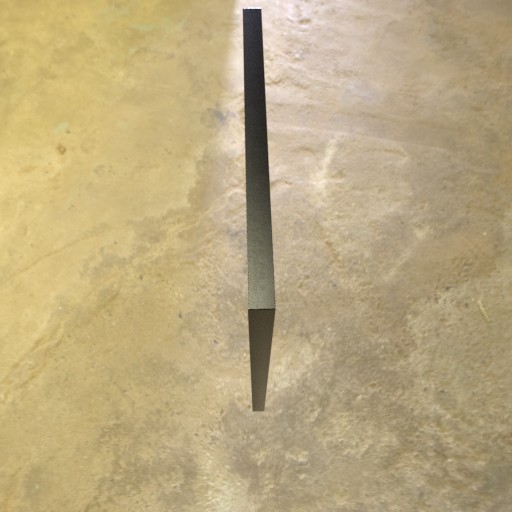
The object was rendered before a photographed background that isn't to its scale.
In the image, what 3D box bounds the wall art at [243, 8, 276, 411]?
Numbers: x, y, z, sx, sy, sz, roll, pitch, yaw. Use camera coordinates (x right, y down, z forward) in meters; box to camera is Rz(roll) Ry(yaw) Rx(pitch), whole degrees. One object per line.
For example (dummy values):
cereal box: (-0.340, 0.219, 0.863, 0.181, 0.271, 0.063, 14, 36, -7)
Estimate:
wall art: (0.000, 0.000, 0.566, 0.019, 0.455, 0.314, -1, 63, -1)
